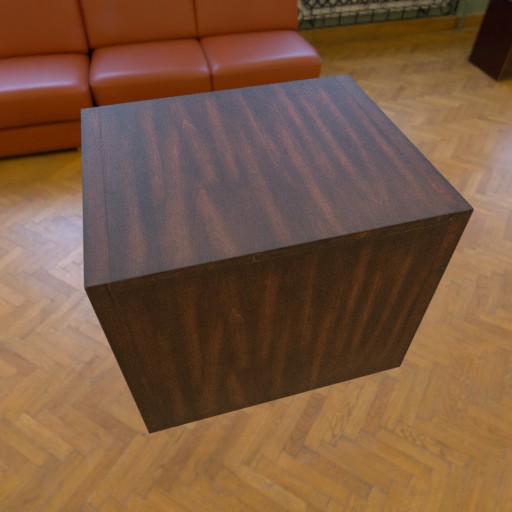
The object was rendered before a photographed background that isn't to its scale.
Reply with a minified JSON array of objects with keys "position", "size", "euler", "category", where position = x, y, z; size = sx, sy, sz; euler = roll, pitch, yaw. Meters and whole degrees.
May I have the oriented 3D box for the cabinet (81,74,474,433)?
[{"position":[0.000,0.000,0.825],"size":[0.500,0.455,0.402],"euler":[-11,48,-11],"category":"cabinet"}]
